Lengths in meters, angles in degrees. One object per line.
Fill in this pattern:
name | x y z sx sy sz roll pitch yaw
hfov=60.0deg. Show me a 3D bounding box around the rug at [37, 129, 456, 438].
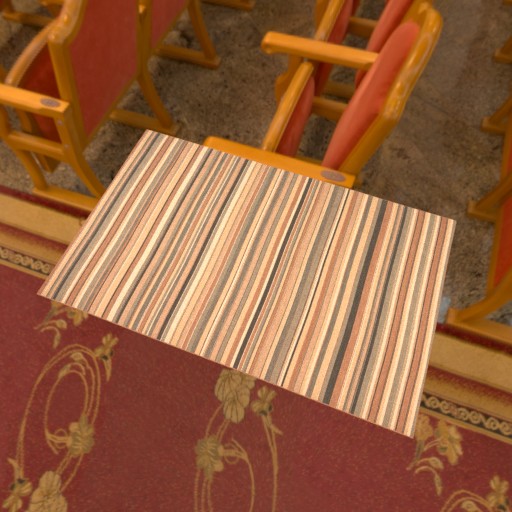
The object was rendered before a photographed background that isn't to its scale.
rug | 0.000 0.000 2.984 2.438 0.014 1.523 18 63 10
